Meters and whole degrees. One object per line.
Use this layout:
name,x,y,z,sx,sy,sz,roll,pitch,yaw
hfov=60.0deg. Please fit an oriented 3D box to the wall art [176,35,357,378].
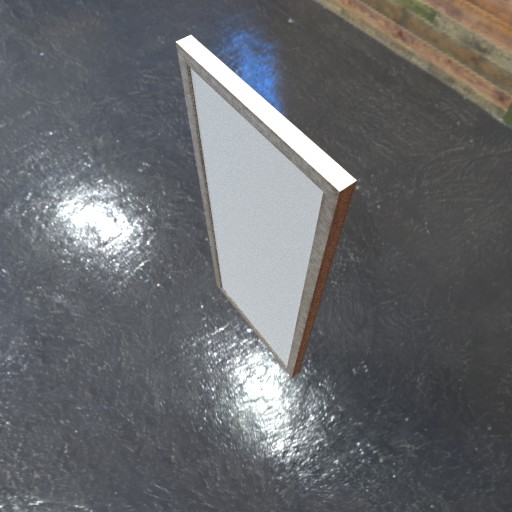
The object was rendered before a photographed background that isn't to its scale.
wall art,0.000,0.000,1.703,0.051,1.461,0.648,-34,65,-18
